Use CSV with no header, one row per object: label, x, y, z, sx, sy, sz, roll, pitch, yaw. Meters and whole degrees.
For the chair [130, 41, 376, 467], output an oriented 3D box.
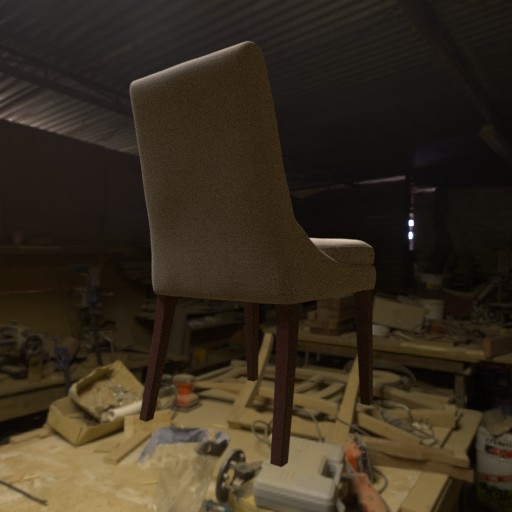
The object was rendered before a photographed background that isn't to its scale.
chair,0.000,0.000,1.305,0.515,0.940,0.638,0,0,36
